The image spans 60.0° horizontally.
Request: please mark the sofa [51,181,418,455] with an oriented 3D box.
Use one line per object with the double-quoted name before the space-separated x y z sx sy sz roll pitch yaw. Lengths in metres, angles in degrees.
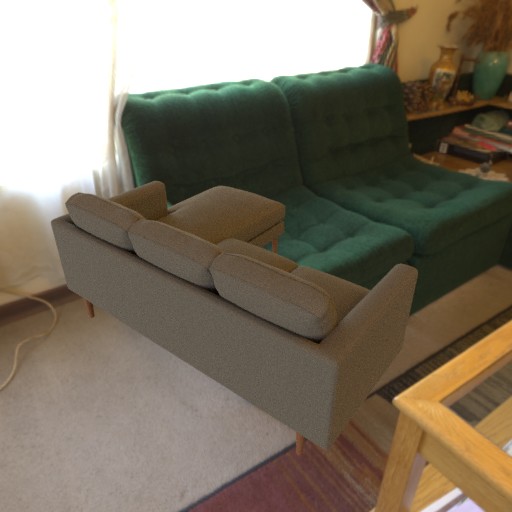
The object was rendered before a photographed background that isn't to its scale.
"sofa" 0.000 0.000 2.878 2.031 0.897 1.591 22 37 32
